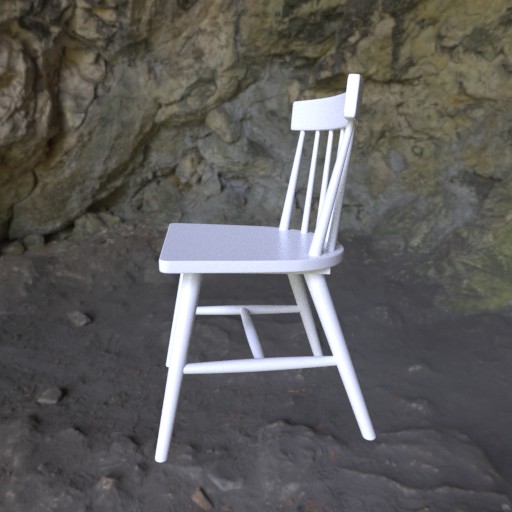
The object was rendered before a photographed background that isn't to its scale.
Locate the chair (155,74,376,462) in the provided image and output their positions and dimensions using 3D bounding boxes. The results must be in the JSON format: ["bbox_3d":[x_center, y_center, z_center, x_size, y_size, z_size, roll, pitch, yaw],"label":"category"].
[{"bbox_3d":[0.000,0.000,1.109,0.500,0.787,0.483,-2,13,-8],"label":"chair"}]
